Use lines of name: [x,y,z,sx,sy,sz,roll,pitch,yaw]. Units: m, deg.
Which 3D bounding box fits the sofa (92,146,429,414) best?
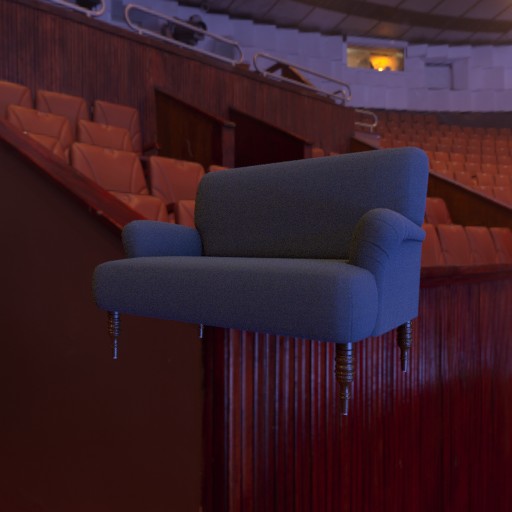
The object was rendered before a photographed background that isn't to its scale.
sofa: [0.000,0.000,1.839,1.297,0.889,0.779,1,2,36]
